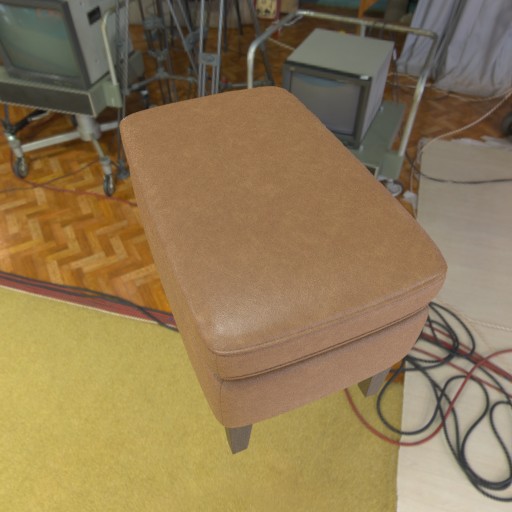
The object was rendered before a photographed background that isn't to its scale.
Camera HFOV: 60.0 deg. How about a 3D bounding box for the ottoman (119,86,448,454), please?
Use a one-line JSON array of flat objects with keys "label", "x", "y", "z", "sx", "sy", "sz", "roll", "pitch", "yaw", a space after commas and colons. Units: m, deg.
[{"label": "ottoman", "x": 0.000, "y": 0.000, "z": 0.976, "sx": 0.420, "sy": 0.480, "sz": 0.670, "roll": -17, "pitch": 50, "yaw": -15}]
